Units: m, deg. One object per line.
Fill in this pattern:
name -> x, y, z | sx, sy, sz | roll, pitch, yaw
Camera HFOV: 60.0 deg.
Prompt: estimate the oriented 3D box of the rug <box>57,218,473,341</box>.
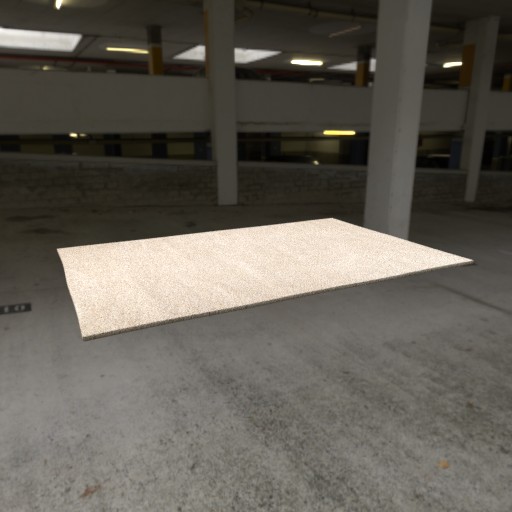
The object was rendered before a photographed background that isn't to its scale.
rug -> 0.000, 0.000, 2.956 | 2.346, 0.025, 1.500 | -8, 18, -26
